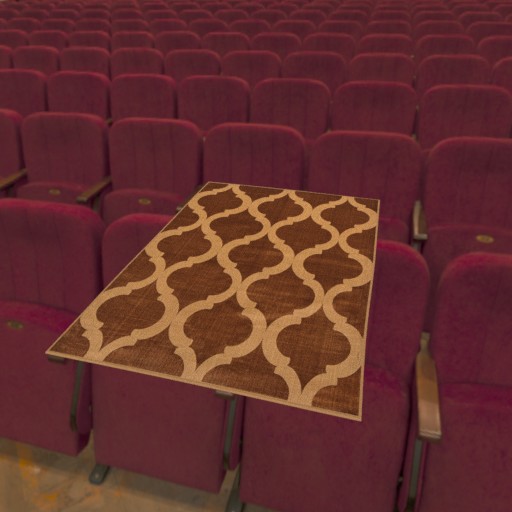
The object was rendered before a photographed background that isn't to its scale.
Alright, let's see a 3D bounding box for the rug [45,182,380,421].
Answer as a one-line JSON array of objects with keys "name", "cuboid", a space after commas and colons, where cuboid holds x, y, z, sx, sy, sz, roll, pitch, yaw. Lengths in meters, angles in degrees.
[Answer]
[{"name": "rug", "cuboid": [0.000, 0.000, 2.931, 1.526, 0.014, 2.290, 8, 32, 13]}]
